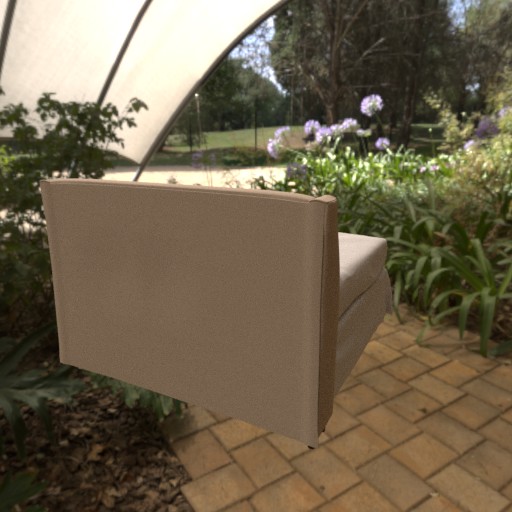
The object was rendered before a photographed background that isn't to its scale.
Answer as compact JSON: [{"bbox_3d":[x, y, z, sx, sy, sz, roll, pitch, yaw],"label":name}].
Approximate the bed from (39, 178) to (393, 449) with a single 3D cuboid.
[{"bbox_3d":[0.000,0.000,3.476,1.925,1.332,2.276,8,17,27],"label":"bed"}]
